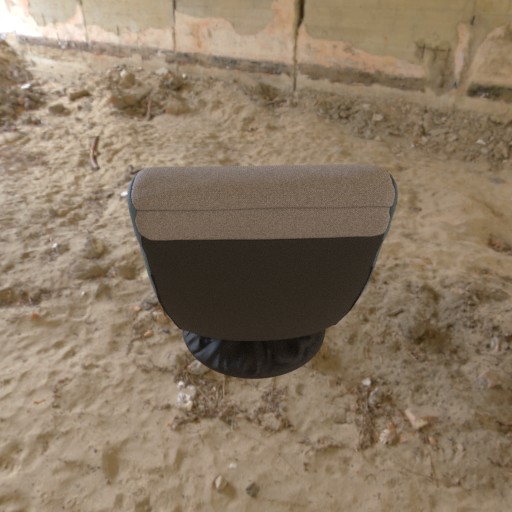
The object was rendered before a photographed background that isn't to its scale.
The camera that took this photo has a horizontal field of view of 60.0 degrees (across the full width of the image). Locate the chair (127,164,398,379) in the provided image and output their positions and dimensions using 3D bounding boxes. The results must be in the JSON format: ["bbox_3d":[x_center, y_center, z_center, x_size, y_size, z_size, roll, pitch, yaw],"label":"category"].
[{"bbox_3d":[0.000,0.000,1.048,0.420,0.641,0.661,-1,32,-2],"label":"chair"}]
